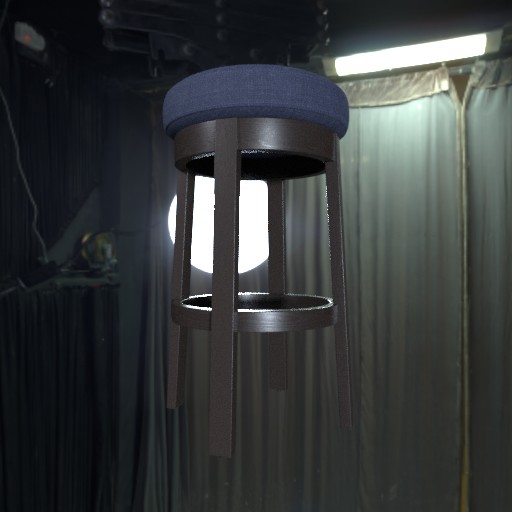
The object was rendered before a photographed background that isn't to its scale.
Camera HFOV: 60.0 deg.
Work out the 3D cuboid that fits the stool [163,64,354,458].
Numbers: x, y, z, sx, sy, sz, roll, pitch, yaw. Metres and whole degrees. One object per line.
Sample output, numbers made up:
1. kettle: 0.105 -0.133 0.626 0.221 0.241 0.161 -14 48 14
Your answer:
1. stool: 0.000 0.000 1.039 0.446 0.758 0.446 0 0 0
